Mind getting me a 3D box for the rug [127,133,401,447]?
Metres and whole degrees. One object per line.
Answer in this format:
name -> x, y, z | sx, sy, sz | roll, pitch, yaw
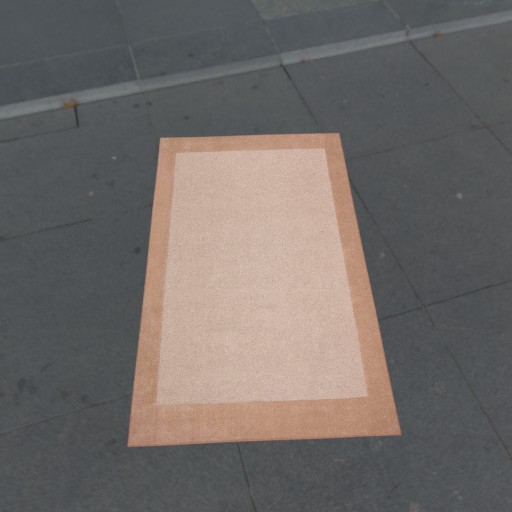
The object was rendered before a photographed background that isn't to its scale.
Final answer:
rug -> 0.000, 0.000, 3.115 | 1.524, 0.014, 2.438 | -2, 57, -1
